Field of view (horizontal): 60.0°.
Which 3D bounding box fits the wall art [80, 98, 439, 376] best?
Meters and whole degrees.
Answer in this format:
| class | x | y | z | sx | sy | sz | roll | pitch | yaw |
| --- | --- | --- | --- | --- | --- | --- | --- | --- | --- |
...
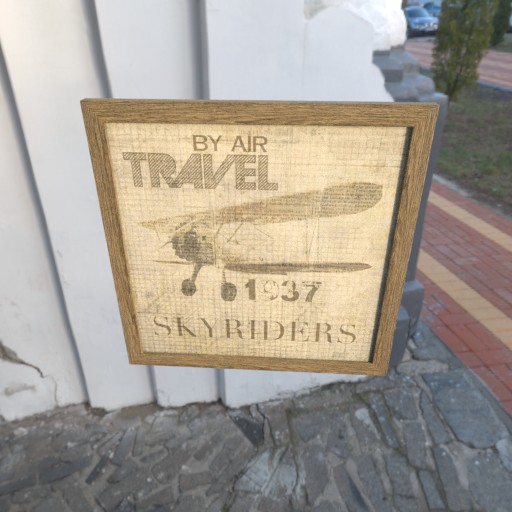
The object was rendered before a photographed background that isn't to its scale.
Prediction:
| class | x | y | z | sx | sy | sz | roll | pitch | yaw |
| --- | --- | --- | --- | --- | --- | --- | --- | --- | --- |
| wall art | 0.000 | 0.000 | 0.759 | 0.508 | 0.508 | 0.019 | 2 | 30 | 3 |
